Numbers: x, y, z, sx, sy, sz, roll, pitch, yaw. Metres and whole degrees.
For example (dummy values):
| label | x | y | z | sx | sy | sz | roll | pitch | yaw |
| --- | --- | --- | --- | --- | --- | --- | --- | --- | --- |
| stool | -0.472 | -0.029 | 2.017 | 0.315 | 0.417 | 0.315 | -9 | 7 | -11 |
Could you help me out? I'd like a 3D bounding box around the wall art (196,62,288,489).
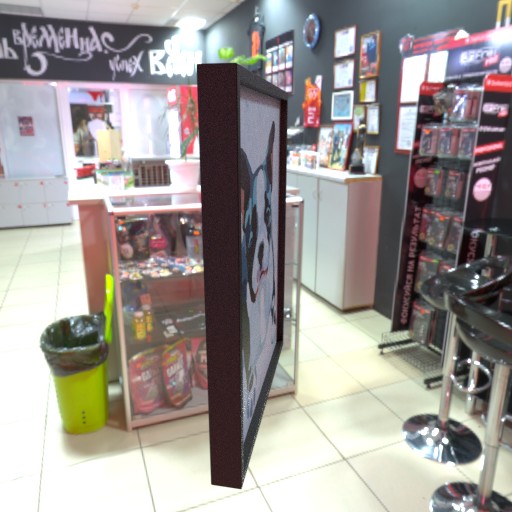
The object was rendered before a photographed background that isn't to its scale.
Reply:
| label | x | y | z | sx | sy | sz | roll | pitch | yaw |
| --- | --- | --- | --- | --- | --- | --- | --- | --- | --- |
| wall art | 0.000 | 0.000 | 0.504 | 0.030 | 0.369 | 0.294 | 3 | 17 | 11 |
